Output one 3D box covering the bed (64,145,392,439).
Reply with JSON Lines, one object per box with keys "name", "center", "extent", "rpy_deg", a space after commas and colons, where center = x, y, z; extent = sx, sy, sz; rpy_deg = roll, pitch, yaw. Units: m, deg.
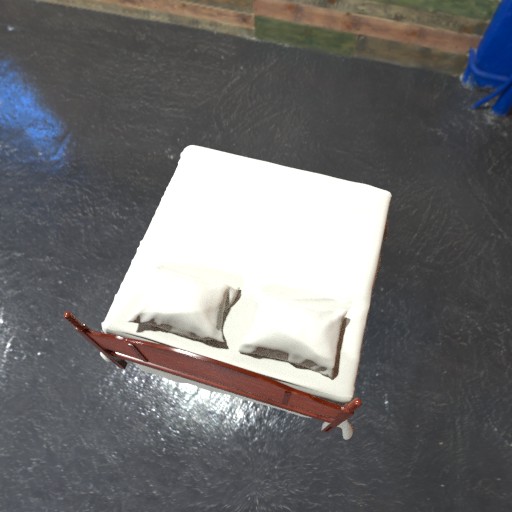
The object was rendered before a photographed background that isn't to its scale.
{"name": "bed", "center": [0.000, 0.000, 3.739], "extent": [2.322, 1.355, 2.219], "rpy_deg": [15, 64, 8]}
